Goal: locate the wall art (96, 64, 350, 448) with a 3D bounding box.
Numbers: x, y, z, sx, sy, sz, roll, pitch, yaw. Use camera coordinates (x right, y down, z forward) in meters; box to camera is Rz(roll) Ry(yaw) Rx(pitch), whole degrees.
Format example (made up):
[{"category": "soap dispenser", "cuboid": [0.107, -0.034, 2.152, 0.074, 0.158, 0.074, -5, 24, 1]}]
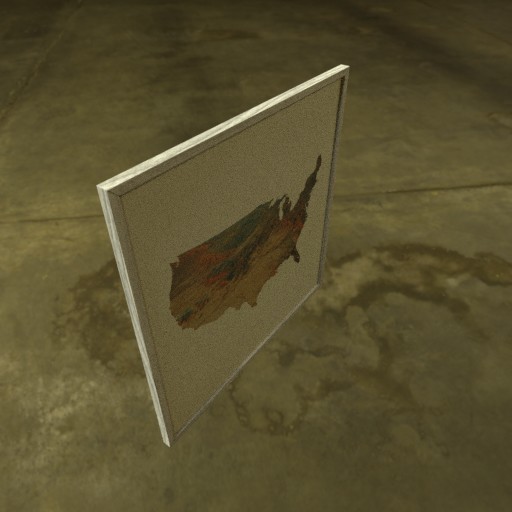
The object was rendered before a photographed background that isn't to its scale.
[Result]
[{"category": "wall art", "cuboid": [0.000, 0.000, 0.756, 0.016, 0.507, 0.508, 26, 46, 28]}]
